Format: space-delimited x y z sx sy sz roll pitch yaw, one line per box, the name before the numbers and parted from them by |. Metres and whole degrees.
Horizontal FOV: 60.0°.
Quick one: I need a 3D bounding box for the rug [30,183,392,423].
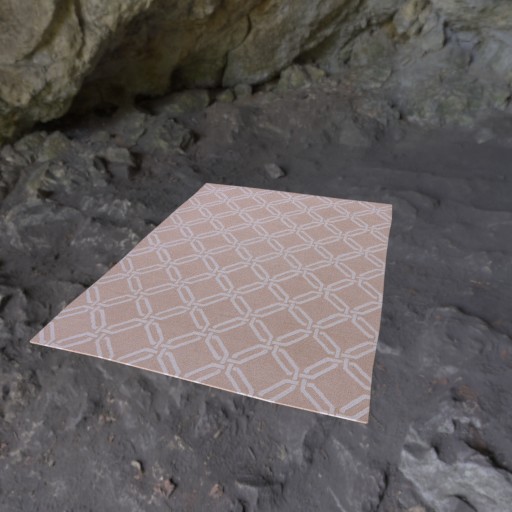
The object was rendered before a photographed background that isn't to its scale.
rug | 0.000 0.000 4.300 2.452 0.020 3.365 9 31 15
